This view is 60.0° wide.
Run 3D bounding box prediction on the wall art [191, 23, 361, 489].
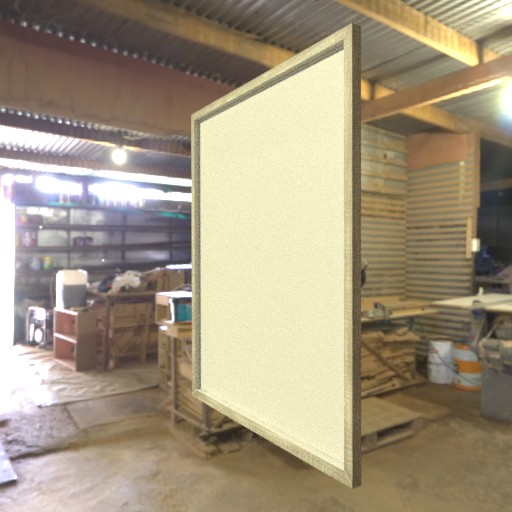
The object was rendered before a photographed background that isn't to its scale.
[{"bbox_3d":[0.000,0.000,1.299,0.035,1.022,0.781,0,0,-35],"label":"wall art"}]
